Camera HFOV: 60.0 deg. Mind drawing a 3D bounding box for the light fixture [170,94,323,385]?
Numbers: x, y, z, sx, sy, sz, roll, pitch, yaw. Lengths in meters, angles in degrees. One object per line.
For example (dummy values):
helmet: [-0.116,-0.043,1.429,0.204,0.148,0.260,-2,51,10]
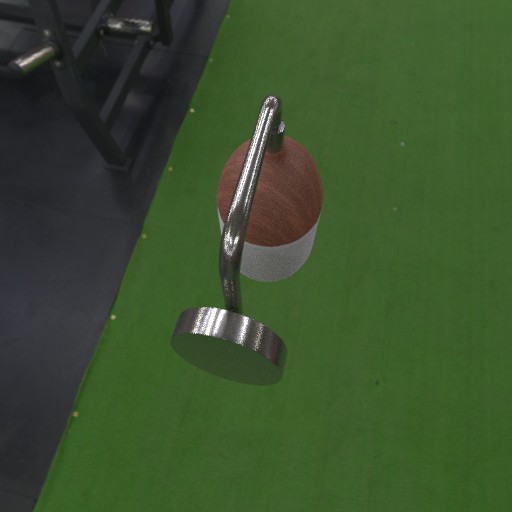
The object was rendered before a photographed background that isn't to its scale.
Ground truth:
light fixture: [0.000,0.000,0.448,0.108,0.343,0.216,13,65,7]
